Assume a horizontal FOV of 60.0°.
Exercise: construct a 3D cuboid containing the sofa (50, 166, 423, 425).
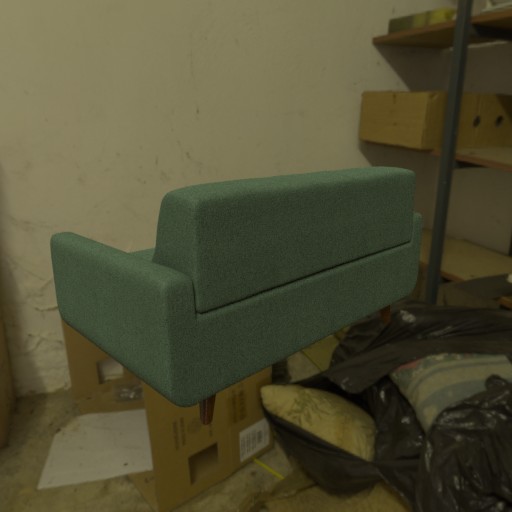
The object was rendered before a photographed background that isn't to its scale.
[{"bbox_3d":[0.000,0.000,2.170,1.631,0.841,0.909,-15,21,-42],"label":"sofa"}]
